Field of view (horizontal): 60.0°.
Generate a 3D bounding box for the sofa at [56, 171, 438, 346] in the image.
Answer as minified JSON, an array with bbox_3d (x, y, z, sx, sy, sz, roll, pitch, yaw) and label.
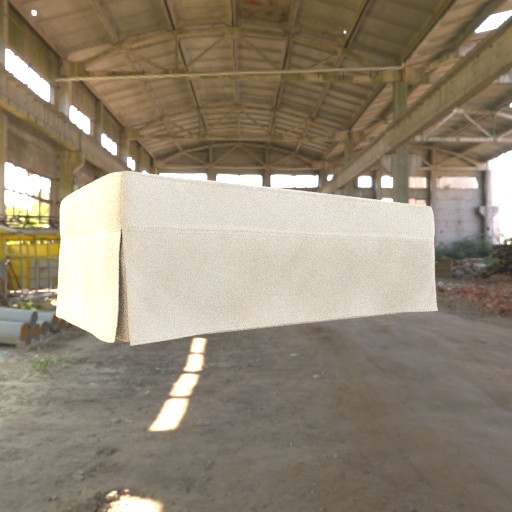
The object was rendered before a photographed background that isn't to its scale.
[{"bbox_3d":[0.000,0.000,2.156,1.677,0.552,0.939,0,-1,-35],"label":"sofa"}]
